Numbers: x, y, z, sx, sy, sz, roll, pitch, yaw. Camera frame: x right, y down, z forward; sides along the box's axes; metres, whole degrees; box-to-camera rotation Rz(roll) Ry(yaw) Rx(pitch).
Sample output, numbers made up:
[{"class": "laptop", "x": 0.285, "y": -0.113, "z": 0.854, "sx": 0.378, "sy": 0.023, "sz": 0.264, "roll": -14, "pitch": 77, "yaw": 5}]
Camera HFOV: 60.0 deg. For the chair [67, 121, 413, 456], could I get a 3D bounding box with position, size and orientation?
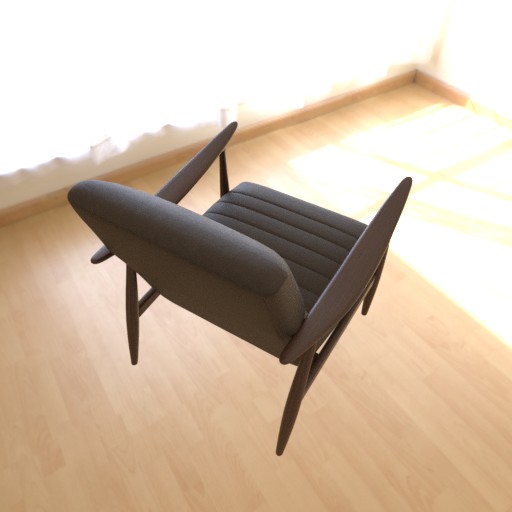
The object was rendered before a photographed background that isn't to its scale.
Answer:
[{"class": "chair", "x": 0.000, "y": 0.000, "z": 1.426, "sx": 0.741, "sy": 0.831, "sz": 0.798, "roll": 24, "pitch": 50, "yaw": 21}]
